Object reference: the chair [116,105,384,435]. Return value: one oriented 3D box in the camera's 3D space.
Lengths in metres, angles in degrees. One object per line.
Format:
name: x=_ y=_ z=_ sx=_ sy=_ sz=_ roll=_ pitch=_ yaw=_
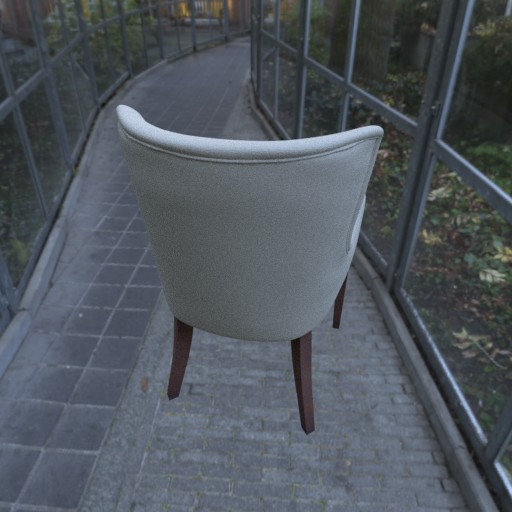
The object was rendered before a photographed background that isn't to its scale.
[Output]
chair: x=0.000 y=0.000 z=1.399 sx=0.660 sy=0.952 sz=0.686 roll=9 pitch=33 yaw=14
